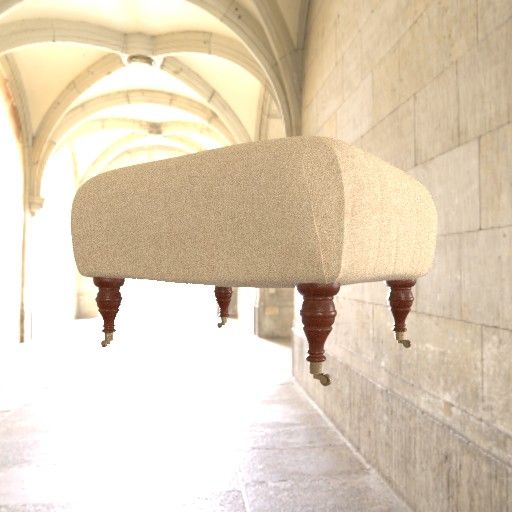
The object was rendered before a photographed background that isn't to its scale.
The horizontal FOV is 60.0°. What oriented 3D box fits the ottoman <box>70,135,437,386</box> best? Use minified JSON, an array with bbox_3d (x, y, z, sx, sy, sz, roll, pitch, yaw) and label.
[{"bbox_3d":[0.000,0.000,1.102,0.747,0.450,0.622,-1,-2,36],"label":"ottoman"}]
